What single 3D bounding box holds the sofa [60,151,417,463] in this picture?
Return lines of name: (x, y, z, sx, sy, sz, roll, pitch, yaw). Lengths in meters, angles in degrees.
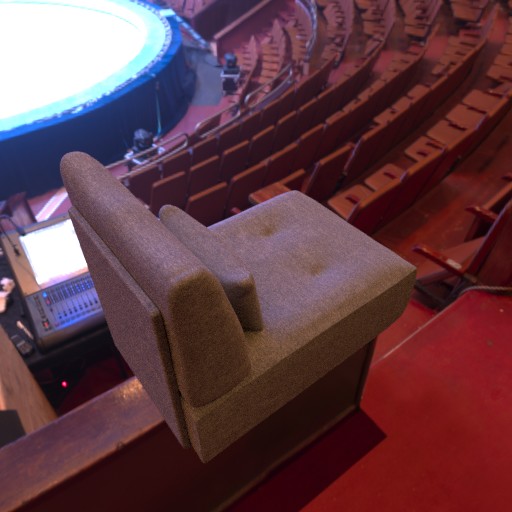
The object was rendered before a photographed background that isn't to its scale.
sofa: (0.000, 0.000, 1.558, 1.000, 0.820, 0.700, -27, 49, -27)
